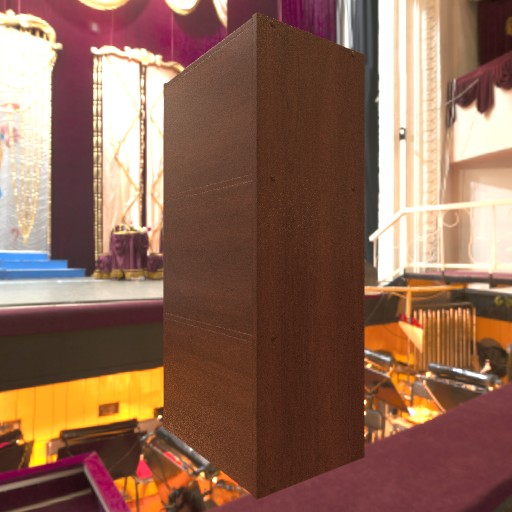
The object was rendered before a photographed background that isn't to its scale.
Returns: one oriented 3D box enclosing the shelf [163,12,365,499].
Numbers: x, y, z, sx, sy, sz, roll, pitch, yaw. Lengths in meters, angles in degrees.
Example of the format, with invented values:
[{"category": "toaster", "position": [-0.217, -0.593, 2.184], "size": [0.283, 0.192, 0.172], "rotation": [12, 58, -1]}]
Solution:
[{"category": "shelf", "position": [0.000, 0.000, 1.050], "size": [0.290, 0.879, 0.414], "rotation": [0, 0, -36]}]
